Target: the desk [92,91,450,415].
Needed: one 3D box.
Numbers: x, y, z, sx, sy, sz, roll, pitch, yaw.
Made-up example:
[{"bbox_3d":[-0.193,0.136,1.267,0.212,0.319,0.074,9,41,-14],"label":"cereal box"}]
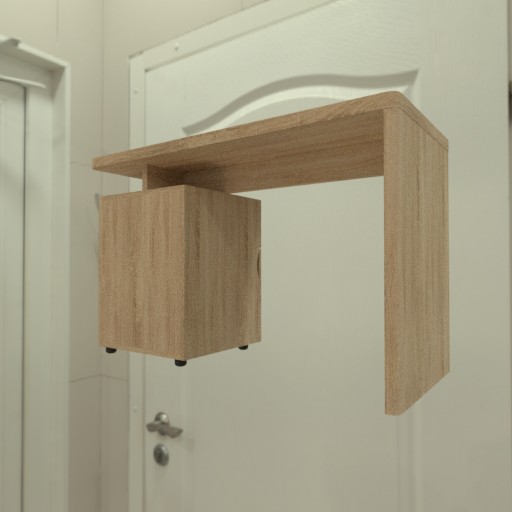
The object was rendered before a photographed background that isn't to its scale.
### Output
[{"bbox_3d":[0.000,0.000,1.596,1.200,0.760,0.550,-1,-1,35],"label":"desk"}]
